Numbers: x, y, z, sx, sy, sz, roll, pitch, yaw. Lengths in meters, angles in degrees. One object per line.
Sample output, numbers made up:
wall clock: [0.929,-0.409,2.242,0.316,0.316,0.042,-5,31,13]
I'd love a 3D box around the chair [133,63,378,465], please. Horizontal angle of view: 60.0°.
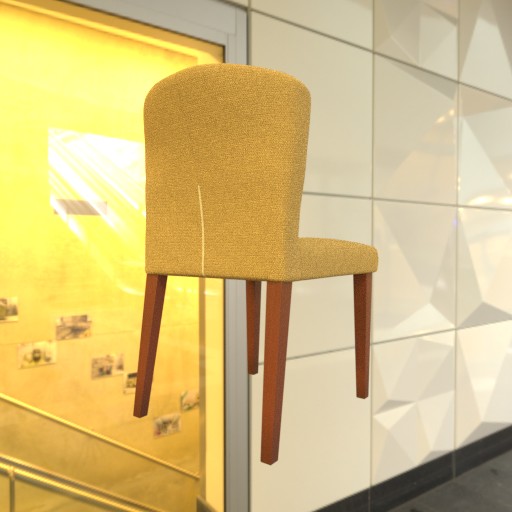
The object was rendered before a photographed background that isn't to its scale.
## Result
chair: [0.000,0.000,1.220,0.491,0.839,0.589,1,2,37]
